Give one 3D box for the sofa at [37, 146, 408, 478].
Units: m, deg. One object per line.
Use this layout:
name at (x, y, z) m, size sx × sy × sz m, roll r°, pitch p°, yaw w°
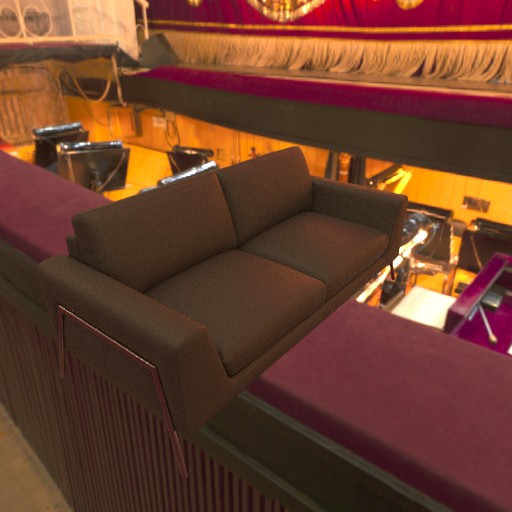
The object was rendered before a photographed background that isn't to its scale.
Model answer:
sofa at (0.000, 0.000, 2.495) m, size 0.953 × 0.875 × 2.017 m, roll 20°, pitch 33°, yaw 34°
